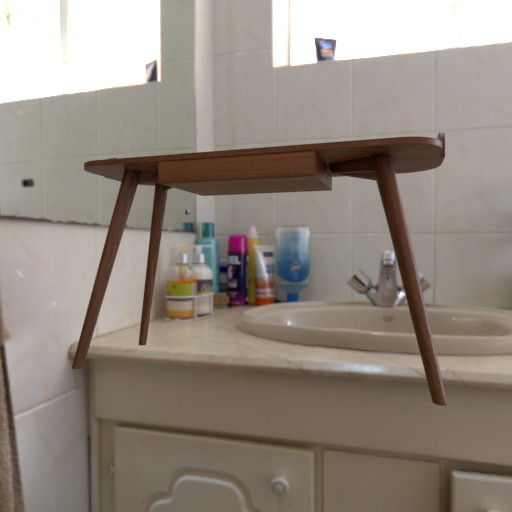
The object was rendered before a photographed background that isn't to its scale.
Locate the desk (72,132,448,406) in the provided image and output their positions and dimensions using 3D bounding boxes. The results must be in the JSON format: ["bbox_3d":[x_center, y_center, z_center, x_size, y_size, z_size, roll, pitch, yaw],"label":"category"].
[{"bbox_3d":[0.000,0.000,1.603,1.256,0.800,0.486,0,1,18],"label":"desk"}]
